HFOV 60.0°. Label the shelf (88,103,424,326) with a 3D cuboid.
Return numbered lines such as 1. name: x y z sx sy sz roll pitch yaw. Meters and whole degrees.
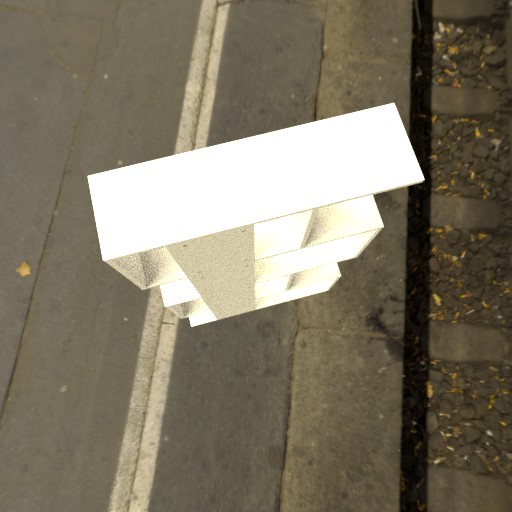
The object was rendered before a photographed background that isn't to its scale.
1. shelf: 0.000 0.000 2.012 0.890 1.650 0.250 -14 75 -4
